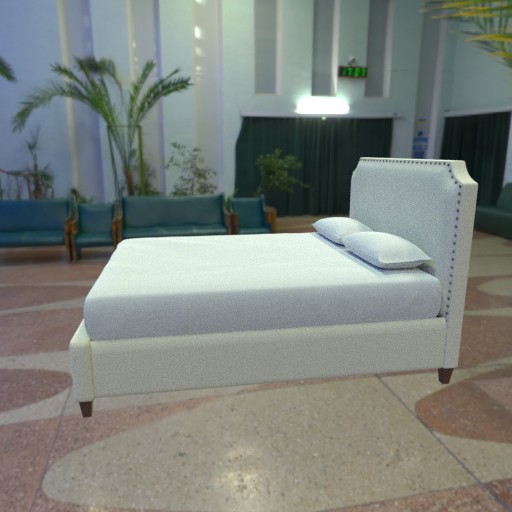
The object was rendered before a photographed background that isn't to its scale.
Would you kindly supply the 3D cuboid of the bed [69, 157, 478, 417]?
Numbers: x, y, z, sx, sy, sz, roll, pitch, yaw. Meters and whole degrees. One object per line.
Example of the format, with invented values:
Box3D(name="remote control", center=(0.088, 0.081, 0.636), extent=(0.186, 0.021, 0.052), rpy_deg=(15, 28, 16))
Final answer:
Box3D(name="bed", center=(0.000, 0.000, 3.315), extent=(2.329, 1.415, 1.703), rpy_deg=(-2, 13, -9))
